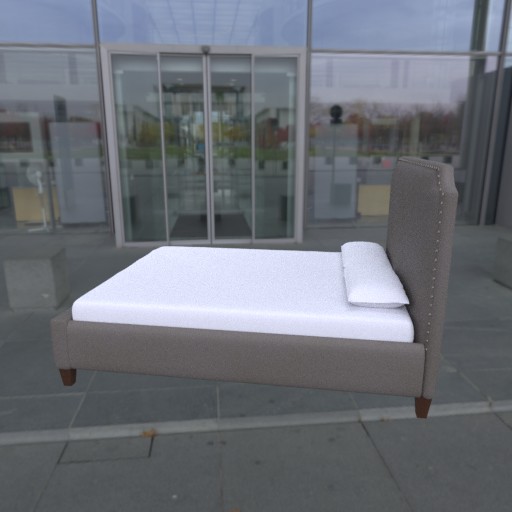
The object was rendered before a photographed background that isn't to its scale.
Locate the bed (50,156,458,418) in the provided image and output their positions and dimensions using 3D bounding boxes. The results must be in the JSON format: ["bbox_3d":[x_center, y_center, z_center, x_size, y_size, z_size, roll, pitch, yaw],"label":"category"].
[{"bbox_3d":[0.000,0.000,3.338,2.372,1.443,1.712,2,15,9],"label":"bed"}]
